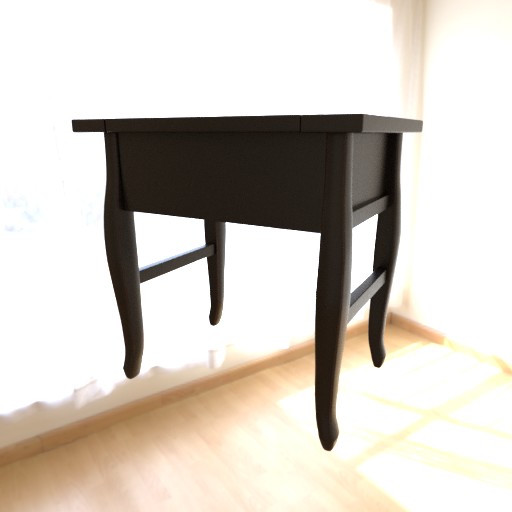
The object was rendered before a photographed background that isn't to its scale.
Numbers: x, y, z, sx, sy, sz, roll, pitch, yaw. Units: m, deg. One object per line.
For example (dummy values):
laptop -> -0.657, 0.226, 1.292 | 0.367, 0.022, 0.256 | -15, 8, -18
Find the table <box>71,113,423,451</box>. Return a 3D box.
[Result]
table -> 0.000, 0.000, 1.027 | 0.602, 0.604, 0.460 | 9, 18, 29
